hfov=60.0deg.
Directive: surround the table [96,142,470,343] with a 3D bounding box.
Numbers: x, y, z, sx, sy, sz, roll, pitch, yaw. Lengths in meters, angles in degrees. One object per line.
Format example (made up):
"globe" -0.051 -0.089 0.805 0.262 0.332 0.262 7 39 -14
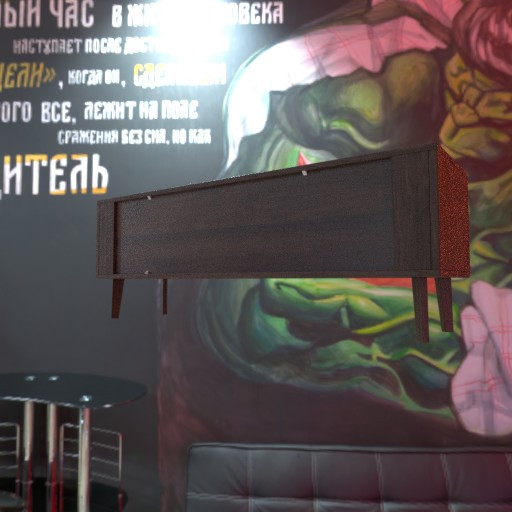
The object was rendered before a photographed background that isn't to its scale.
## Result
"table" 0.000 0.000 1.663 1.397 0.508 0.405 -2 -4 35
